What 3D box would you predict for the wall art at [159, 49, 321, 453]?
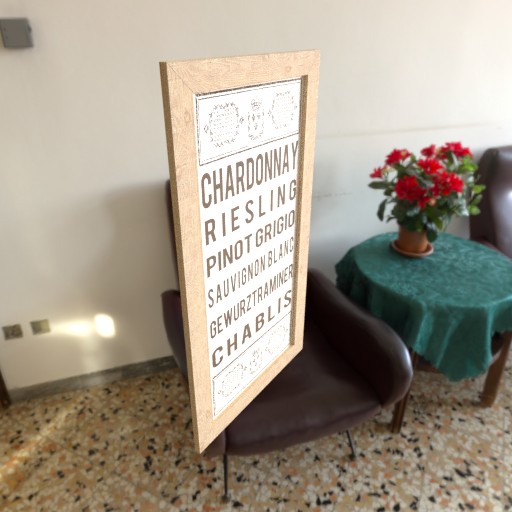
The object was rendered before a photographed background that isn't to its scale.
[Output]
[{"bbox_3d":[0.000,0.000,0.824,0.013,0.683,0.381,18,33,31],"label":"wall art"}]
